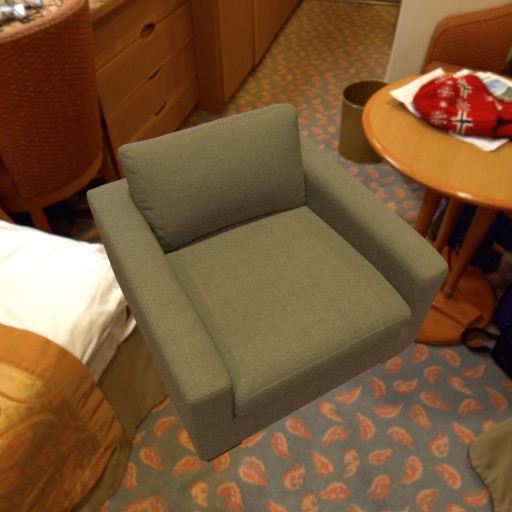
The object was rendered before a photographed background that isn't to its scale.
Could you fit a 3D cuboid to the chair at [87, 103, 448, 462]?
[{"bbox_3d":[0.000,0.000,1.873,1.070,0.847,1.100,-22,50,-20],"label":"chair"}]
